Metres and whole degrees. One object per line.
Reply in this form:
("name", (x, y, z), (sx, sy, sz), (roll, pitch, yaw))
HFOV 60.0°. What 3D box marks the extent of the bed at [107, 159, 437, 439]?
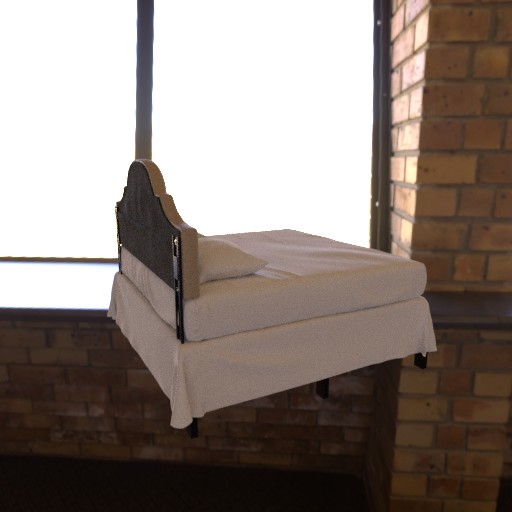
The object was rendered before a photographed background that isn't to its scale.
("bed", (0.000, 0.000, 3.802), (2.222, 1.631, 2.303), (-6, 14, -27))
